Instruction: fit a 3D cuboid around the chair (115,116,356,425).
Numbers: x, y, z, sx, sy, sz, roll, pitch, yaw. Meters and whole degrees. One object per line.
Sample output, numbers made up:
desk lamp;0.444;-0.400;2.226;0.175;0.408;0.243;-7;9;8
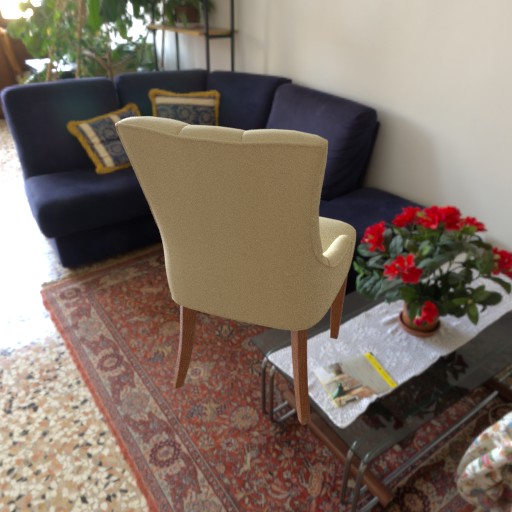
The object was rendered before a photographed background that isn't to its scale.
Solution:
chair;0.000;0.000;1.273;0.509;0.874;0.565;10;33;16
